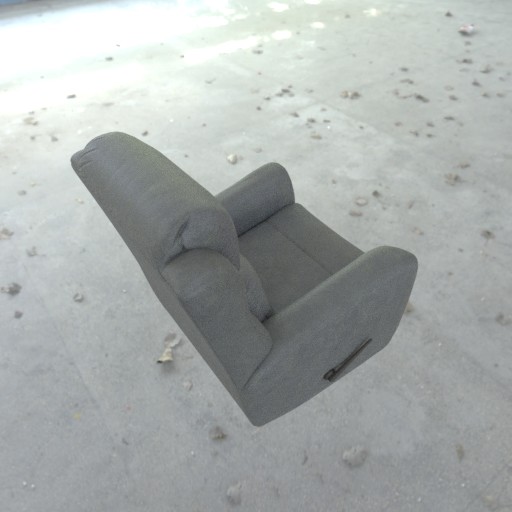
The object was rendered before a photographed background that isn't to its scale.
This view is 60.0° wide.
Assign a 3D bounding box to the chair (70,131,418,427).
[{"bbox_3d":[0.000,0.000,1.862,1.068,1.116,0.967,-26,48,-26],"label":"chair"}]
